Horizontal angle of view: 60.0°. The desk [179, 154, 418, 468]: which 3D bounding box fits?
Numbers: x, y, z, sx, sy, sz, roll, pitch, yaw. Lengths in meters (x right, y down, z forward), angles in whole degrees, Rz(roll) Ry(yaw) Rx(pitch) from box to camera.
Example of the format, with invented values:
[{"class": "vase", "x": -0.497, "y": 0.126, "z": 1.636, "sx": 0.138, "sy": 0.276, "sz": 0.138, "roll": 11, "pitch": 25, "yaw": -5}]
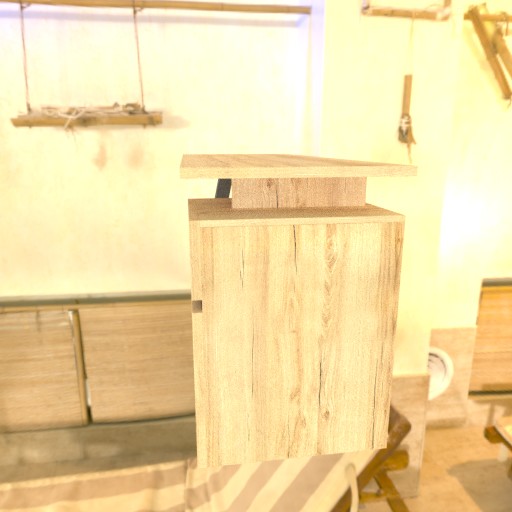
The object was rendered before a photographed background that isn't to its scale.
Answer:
[{"class": "desk", "x": 0.000, "y": 0.000, "z": 1.757, "sx": 0.550, "sy": 0.760, "sz": 1.400, "roll": -2, "pitch": 14, "yaw": -9}]
